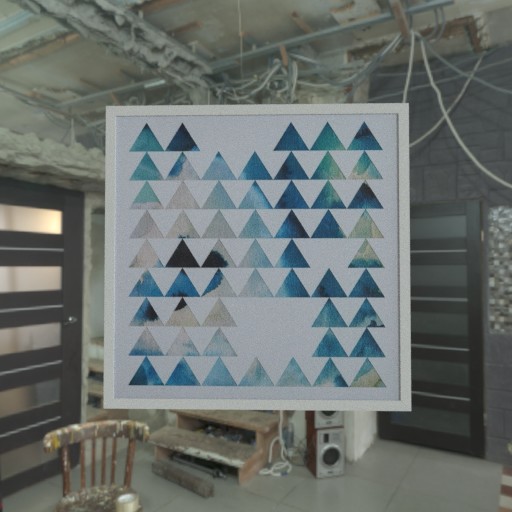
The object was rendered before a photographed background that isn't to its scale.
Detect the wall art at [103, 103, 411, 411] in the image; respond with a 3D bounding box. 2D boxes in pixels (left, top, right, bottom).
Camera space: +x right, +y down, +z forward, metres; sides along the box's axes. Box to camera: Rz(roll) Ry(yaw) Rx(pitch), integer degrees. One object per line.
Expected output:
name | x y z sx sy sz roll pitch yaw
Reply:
wall art | 0.000 0.000 0.665 0.456 0.456 0.007 0 -1 2
